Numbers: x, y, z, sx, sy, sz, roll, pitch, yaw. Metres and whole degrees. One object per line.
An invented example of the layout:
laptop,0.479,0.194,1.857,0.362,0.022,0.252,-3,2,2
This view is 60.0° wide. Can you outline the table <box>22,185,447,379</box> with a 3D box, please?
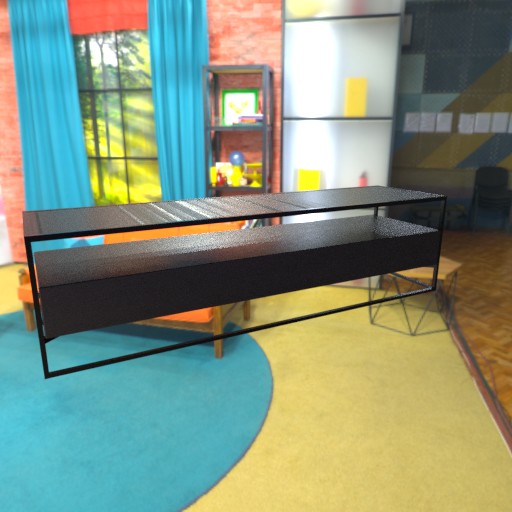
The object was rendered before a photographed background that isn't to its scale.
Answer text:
table,0.000,0.000,1.637,1.486,0.395,0.399,-8,18,-26
